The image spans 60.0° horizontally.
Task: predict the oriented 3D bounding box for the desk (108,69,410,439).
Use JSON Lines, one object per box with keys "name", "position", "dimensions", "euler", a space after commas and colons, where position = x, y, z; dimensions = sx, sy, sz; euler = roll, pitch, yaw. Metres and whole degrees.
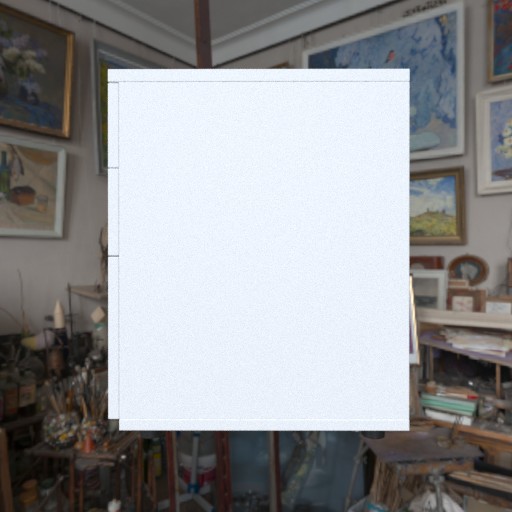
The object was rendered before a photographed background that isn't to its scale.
{"name": "desk", "position": [0.000, 0.000, 1.066], "dimensions": [0.600, 0.730, 0.404], "euler": [0, 0, 0]}
